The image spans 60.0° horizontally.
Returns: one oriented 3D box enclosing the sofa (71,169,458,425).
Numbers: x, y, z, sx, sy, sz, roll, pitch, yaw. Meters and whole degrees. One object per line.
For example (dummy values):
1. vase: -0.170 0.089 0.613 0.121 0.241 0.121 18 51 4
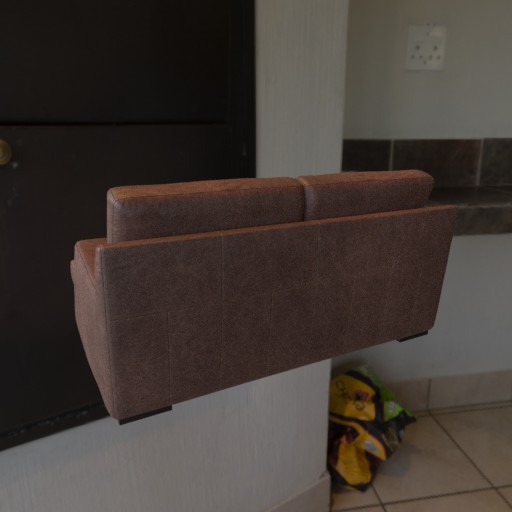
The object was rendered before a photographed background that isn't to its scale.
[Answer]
1. sofa: 0.000 0.000 2.447 1.880 0.939 1.143 -8 18 -27
